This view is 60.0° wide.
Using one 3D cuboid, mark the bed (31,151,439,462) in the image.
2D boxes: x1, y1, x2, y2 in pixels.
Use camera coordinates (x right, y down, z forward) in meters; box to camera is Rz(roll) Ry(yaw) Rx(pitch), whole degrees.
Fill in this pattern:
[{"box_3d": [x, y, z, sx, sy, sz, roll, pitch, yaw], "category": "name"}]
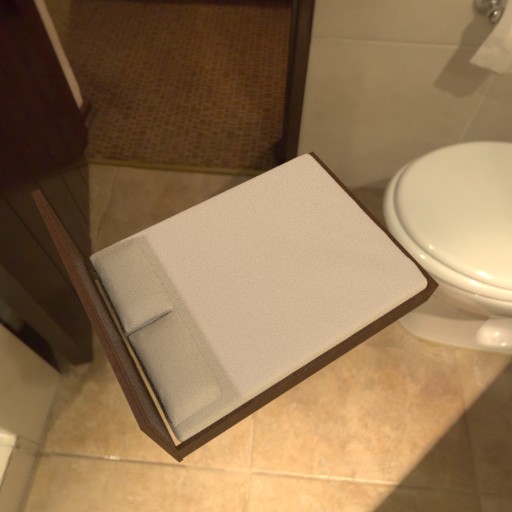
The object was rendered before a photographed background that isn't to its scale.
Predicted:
[{"box_3d": [0.000, 0.000, 3.145, 2.221, 1.169, 1.613, -28, 63, -16], "category": "bed"}]
